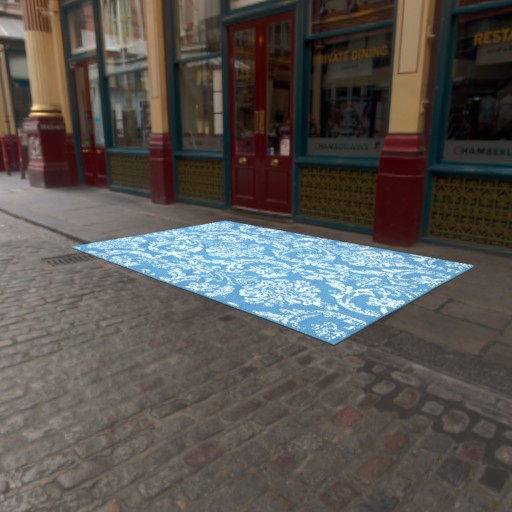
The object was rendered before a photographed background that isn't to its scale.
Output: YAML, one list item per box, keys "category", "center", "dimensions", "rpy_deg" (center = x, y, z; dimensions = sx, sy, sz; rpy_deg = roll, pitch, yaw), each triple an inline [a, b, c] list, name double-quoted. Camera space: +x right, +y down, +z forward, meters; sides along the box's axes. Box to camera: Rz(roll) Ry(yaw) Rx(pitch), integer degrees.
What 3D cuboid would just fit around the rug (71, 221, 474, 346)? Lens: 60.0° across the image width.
- category: "rug"
  center: [0.000, 0.000, 2.382]
  dimensions: [1.833, 0.012, 1.211]
  rpy_deg: [14, 20, 42]
